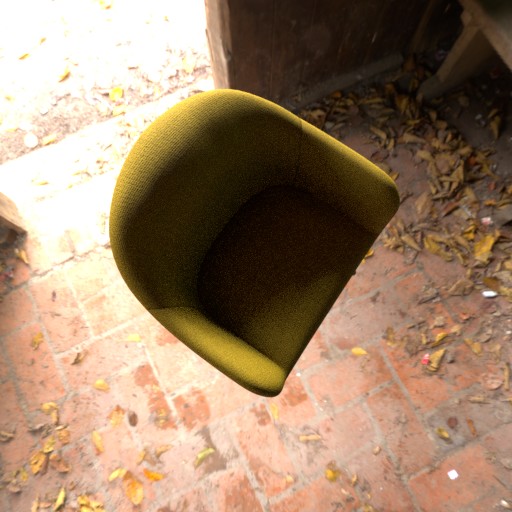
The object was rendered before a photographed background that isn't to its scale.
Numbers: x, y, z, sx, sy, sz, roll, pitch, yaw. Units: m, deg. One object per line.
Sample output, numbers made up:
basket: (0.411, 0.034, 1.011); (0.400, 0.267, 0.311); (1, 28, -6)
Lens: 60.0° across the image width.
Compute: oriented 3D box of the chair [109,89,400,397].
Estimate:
chair: (0.000, 0.000, 1.208); (0.550, 0.795, 0.590); (34, 78, 8)
